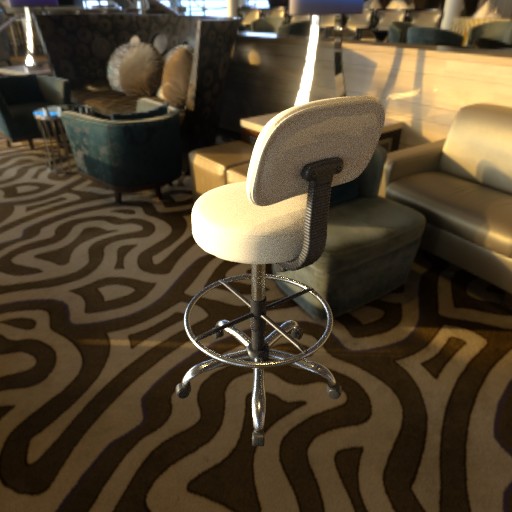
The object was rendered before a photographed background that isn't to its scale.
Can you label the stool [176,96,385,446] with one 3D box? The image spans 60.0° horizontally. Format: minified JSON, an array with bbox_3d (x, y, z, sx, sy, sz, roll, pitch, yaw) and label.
[{"bbox_3d":[0.000,0.000,1.460,0.609,1.080,0.616,-20,35,-30],"label":"stool"}]
